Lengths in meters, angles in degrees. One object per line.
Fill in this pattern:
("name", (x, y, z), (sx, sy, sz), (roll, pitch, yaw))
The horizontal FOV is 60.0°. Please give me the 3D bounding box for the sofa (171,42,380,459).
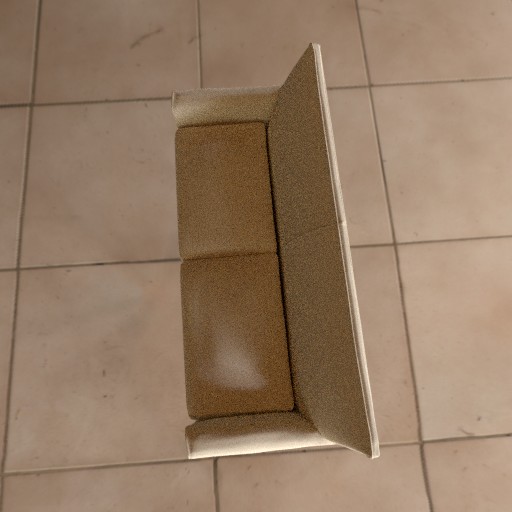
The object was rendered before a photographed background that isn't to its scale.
("sofa", (0.000, 0.000, 2.452), (0.841, 0.907, 2.001), (-5, 75, -1))
